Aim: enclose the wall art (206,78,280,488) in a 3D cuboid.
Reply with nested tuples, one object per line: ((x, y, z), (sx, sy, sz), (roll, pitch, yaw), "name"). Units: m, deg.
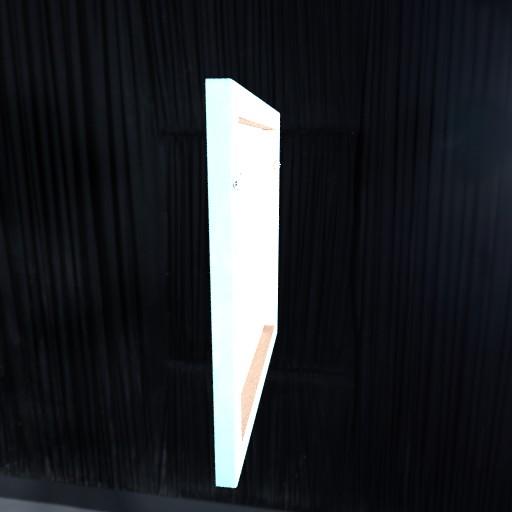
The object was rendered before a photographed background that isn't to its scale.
((0.000, 0.000, 1.622), (0.070, 1.073, 1.071), (2, 14, 8), "wall art")
